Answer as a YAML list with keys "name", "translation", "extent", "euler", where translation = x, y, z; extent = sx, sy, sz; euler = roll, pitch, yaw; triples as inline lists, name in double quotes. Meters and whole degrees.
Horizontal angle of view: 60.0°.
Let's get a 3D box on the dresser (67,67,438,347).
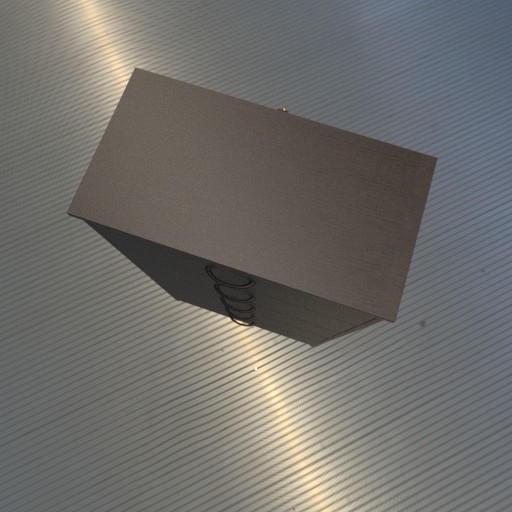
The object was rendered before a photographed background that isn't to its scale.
- name: "dresser"
  translation: [0.000, 0.000, 1.546]
  extent: [0.704, 1.254, 0.418]
  euler: [18, 76, 5]
